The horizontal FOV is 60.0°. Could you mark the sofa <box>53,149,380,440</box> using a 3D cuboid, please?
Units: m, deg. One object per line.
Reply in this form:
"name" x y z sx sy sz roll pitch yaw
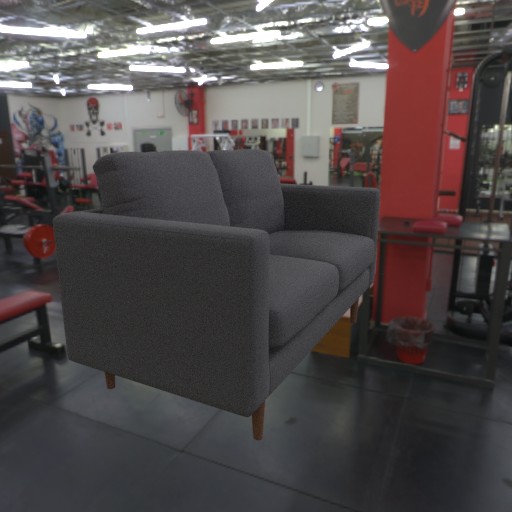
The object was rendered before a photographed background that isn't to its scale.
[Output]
"sofa" 0.000 0.000 1.953 0.796 0.908 1.430 7 16 27
